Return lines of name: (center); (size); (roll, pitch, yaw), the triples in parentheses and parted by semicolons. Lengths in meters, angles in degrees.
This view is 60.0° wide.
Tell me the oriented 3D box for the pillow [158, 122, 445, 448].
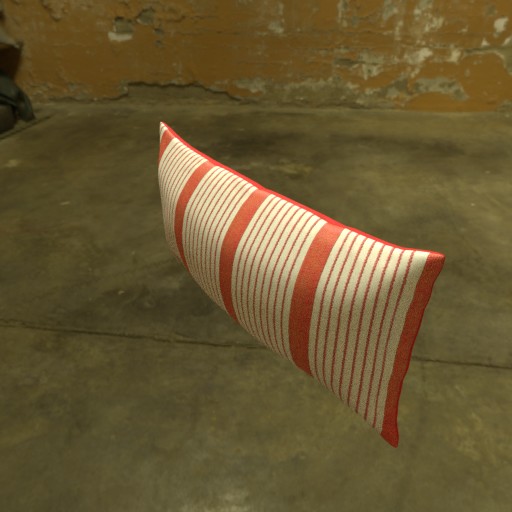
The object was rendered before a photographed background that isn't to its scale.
pillow: (0.000, 0.000, 0.709); (0.151, 0.297, 0.608); (-22, 37, -31)
